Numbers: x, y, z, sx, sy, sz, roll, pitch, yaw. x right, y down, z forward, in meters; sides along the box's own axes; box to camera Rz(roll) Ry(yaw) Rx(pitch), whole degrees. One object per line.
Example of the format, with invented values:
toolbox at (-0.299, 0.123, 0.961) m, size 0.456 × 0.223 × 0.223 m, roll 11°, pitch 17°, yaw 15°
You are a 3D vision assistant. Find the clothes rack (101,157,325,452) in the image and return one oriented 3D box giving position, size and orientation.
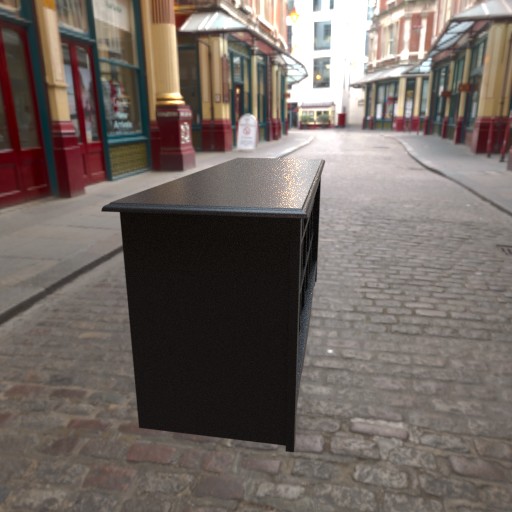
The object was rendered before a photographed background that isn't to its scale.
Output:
clothes rack at (0.000, 0.000, 1.493) m, size 0.406 × 0.556 × 1.219 m, roll 3°, pitch 17°, yaw 10°
